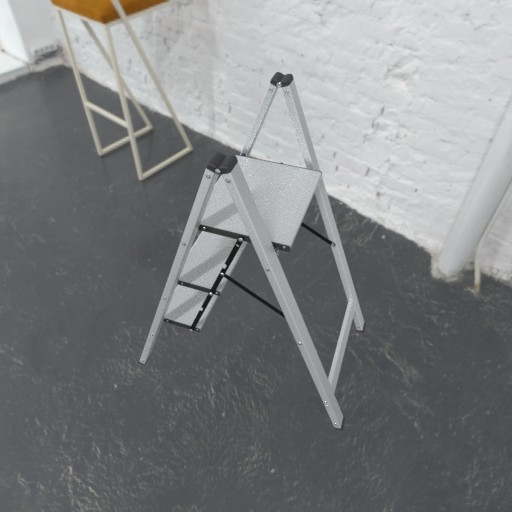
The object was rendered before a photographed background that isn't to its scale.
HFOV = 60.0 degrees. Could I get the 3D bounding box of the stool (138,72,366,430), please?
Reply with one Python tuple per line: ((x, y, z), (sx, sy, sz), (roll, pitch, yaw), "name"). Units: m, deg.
((0.000, 0.000, 1.296), (0.730, 0.902, 0.441), (14, 47, 13), "stool")
